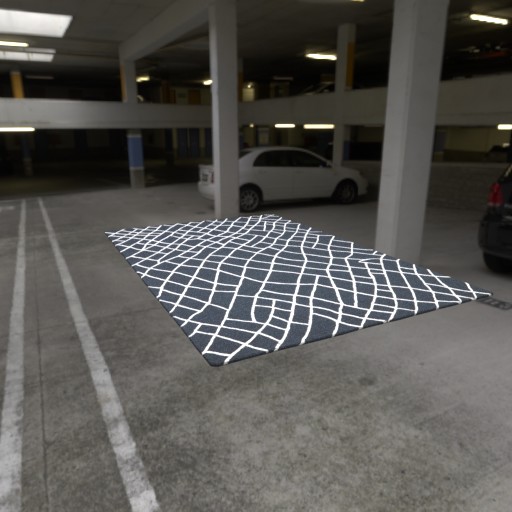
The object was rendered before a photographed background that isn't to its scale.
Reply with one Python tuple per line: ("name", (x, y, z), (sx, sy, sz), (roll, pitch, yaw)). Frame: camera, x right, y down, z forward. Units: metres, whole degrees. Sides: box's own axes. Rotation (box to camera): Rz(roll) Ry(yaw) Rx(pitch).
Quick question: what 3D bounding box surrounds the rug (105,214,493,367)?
("rug", (0.000, 0.000, 2.291), (1.223, 0.013, 1.830), (-8, 19, -26))
